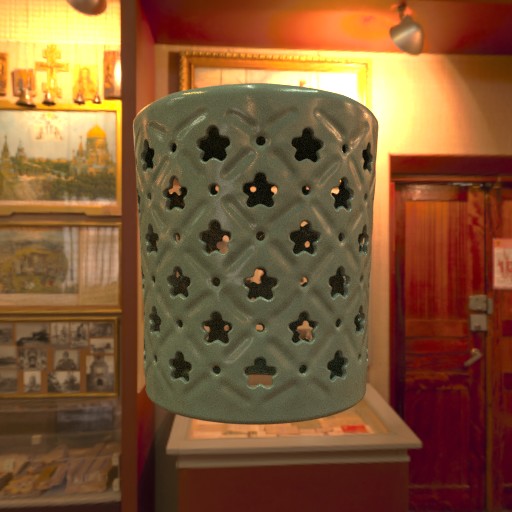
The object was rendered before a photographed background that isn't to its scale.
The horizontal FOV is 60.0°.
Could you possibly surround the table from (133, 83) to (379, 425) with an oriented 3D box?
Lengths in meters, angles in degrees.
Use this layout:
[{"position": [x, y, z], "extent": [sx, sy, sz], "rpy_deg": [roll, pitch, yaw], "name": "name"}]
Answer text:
[{"position": [0.000, 0.000, 0.657], "extent": [0.352, 0.387, 0.352], "rpy_deg": [0, 0, 0], "name": "table"}]
